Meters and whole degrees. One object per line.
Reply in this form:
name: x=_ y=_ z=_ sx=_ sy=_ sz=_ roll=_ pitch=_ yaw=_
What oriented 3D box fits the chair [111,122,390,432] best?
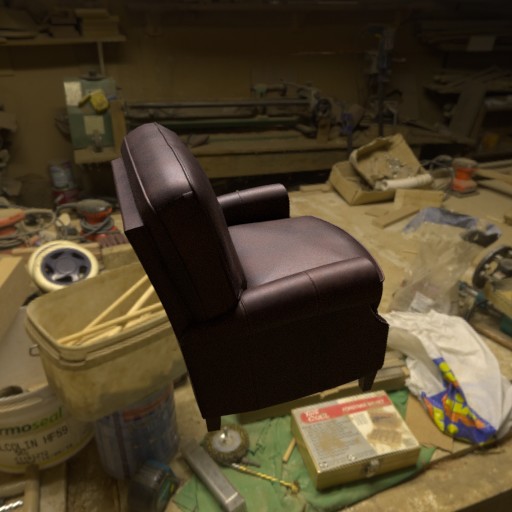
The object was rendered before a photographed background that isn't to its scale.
chair: x=0.000 y=0.000 z=1.776 sx=0.986 sy=1.018 sz=0.936 roll=-9 pitch=30 yaw=-17
